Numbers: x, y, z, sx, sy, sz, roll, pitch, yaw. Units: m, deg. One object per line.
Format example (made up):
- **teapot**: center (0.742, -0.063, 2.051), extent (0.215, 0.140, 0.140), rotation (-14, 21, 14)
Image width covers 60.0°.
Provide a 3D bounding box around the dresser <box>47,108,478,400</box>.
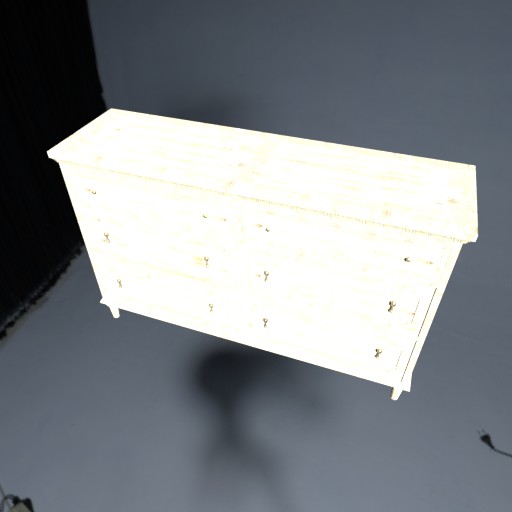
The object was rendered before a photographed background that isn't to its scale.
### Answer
- **dresser**: center (0.000, 0.000, 2.077), extent (1.626, 1.016, 0.457), rotation (13, 43, 15)
